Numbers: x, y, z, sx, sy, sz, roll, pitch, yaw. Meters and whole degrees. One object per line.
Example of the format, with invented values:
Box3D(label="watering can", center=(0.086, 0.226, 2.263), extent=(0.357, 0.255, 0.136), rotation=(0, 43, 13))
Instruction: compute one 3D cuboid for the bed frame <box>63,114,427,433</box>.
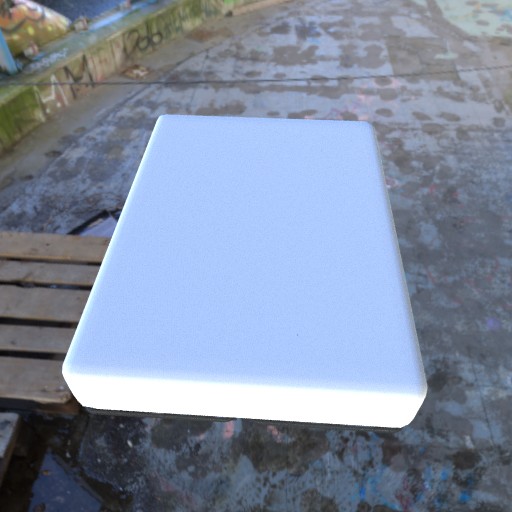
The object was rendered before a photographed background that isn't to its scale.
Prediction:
Box3D(label="bed frame", center=(0.000, 0.000, 2.697), extent=(1.528, 0.677, 2.037), rotation=(3, 49, 2))
